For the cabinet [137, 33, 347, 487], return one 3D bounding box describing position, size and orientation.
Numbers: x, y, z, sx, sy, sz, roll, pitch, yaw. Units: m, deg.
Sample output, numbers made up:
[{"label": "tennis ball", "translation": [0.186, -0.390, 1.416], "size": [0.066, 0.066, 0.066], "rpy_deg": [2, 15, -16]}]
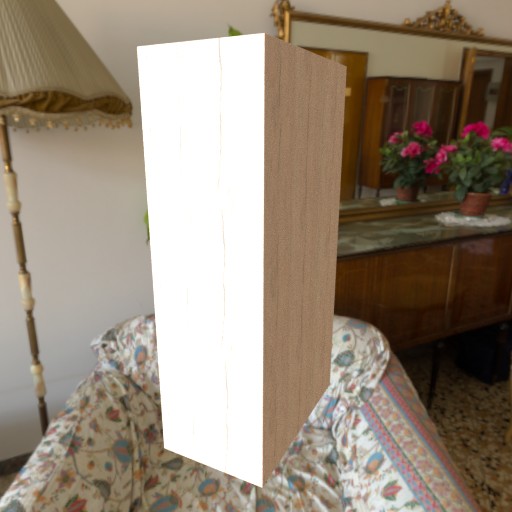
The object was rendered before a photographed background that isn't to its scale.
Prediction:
[{"label": "cabinet", "translation": [0.000, 0.000, 2.343], "size": [0.580, 1.930, 0.980], "rpy_deg": [8, 18, 26]}]
